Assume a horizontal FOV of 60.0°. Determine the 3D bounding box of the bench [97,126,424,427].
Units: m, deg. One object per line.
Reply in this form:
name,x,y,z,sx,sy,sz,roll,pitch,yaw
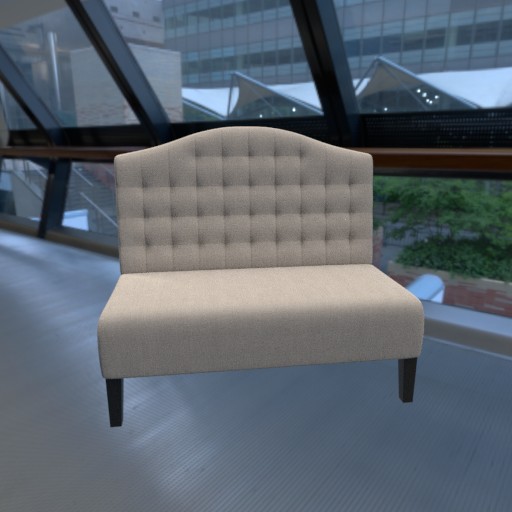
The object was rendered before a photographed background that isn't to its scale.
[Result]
bench,0.000,0.000,2.088,1.335,1.180,0.815,-2,16,-7
